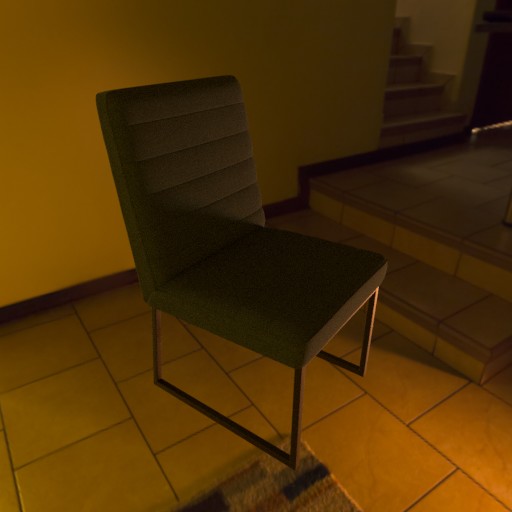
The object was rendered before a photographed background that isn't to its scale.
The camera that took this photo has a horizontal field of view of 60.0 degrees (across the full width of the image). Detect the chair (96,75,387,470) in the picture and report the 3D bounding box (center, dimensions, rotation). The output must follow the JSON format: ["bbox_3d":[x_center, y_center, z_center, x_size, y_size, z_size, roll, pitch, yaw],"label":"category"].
[{"bbox_3d":[0.000,0.000,1.302,0.634,0.930,0.520,19,33,31],"label":"chair"}]
